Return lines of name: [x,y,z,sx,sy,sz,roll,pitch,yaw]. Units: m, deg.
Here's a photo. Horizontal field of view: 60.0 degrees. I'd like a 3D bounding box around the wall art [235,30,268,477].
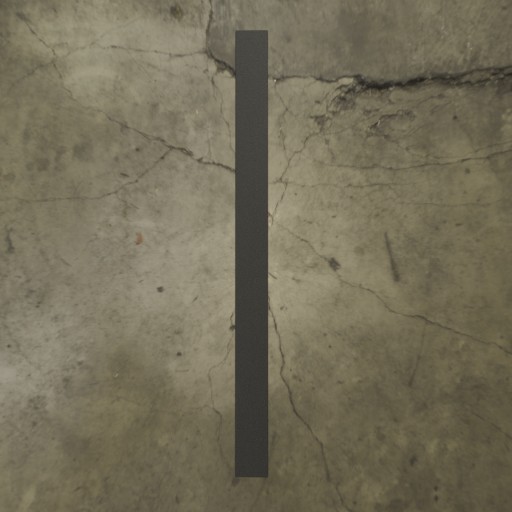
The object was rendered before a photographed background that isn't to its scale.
wall art: [0.000,0.000,0.756,0.037,0.508,0.508,0,89,1]
